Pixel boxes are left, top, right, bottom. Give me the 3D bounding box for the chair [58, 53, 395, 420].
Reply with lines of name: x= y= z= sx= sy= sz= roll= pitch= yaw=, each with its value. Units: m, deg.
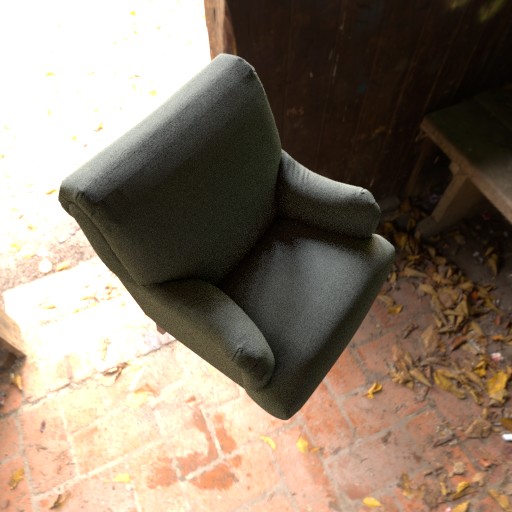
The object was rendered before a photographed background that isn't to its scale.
chair: x=0.000 y=0.000 z=1.965 sx=1.060 sy=1.178 sz=0.964 roll=32 pitch=64 yaw=18
